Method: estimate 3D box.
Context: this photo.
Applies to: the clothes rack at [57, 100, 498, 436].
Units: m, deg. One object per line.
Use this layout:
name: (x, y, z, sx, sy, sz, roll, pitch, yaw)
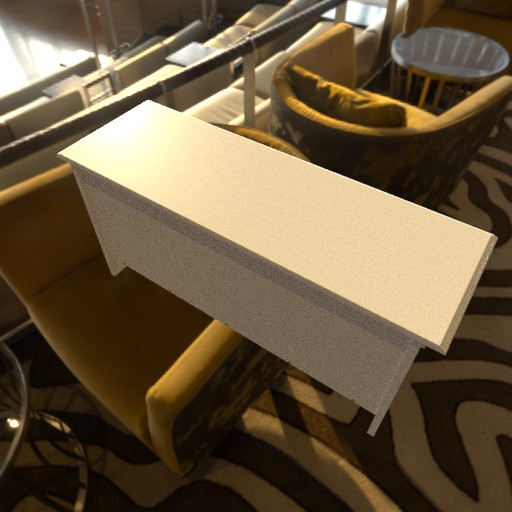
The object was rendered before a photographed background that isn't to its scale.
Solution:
clothes rack: (0.000, 0.000, 1.444, 1.218, 0.558, 0.405, 27, 53, 22)
